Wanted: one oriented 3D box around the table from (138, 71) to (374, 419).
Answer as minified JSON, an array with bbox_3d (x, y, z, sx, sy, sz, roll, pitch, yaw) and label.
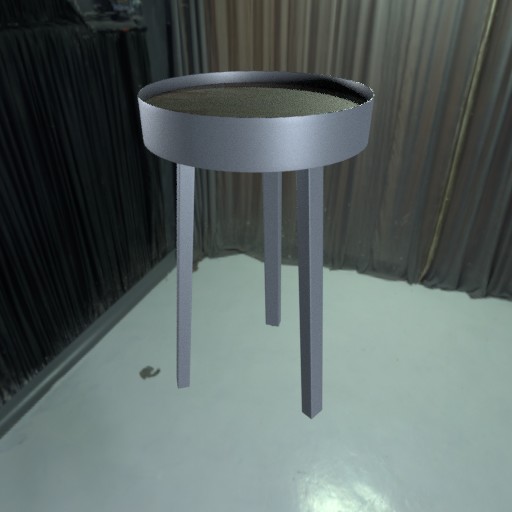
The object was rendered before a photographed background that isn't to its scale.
[{"bbox_3d":[0.000,0.000,0.957,0.406,0.686,0.406,9,32,14],"label":"table"}]
